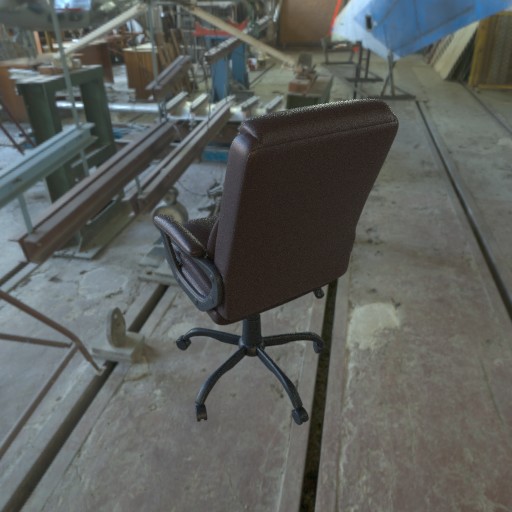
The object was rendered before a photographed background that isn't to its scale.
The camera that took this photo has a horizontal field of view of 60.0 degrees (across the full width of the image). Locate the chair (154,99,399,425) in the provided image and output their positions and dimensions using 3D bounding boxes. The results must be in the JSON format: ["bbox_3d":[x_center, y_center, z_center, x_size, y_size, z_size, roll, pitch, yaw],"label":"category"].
[{"bbox_3d":[0.000,0.000,1.486,0.615,1.072,0.655,-19,36,-28],"label":"chair"}]
